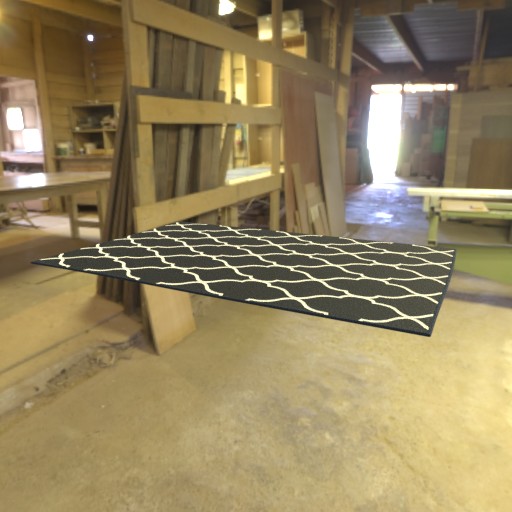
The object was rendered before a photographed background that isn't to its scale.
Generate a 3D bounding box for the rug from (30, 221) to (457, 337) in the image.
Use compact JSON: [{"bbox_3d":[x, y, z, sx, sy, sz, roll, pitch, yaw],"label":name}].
[{"bbox_3d":[0.000,0.000,2.837,2.294,0.014,1.528,7,17,26],"label":"rug"}]
